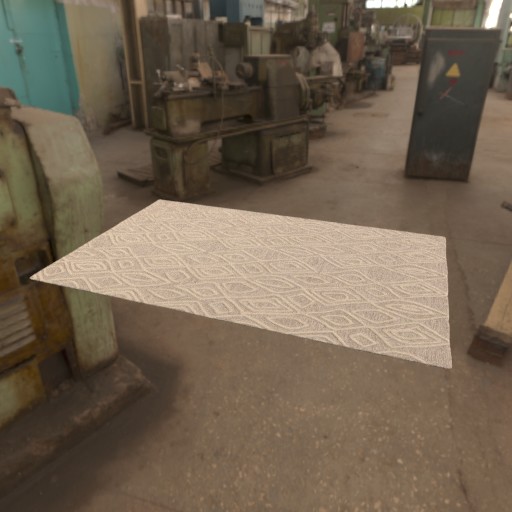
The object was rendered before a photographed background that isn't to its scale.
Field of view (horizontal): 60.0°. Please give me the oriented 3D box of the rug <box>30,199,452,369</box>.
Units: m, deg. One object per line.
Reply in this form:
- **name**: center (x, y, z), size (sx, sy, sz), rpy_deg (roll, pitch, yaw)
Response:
- **rug**: center (0.000, 0.000, 3.016), size (2.442, 0.010, 1.546), rpy_deg (9, 28, 18)
